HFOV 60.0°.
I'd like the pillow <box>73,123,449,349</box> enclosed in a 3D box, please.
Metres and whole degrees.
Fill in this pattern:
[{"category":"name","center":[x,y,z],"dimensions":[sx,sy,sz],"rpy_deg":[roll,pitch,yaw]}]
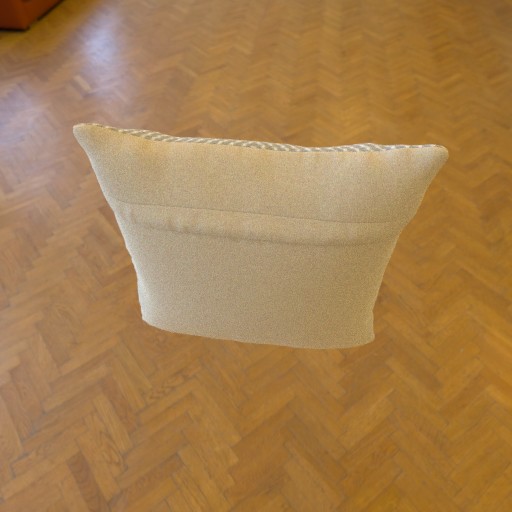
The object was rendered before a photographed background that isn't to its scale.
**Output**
[{"category":"pillow","center":[0.000,0.000,0.709],"dimensions":[0.459,0.458,0.181],"rpy_deg":[5,48,4]}]
